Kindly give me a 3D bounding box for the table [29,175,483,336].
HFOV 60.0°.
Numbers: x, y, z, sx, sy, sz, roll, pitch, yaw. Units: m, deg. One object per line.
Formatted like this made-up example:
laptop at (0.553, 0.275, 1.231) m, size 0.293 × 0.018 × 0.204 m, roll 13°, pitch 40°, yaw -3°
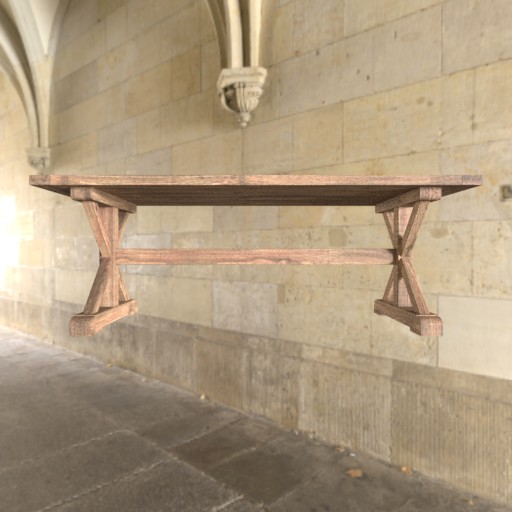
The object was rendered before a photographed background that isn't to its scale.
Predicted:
table at (0.000, 0.000, 2.440) m, size 2.031 × 0.733 × 0.907 m, roll 0°, pitch 1°, yaw 0°
